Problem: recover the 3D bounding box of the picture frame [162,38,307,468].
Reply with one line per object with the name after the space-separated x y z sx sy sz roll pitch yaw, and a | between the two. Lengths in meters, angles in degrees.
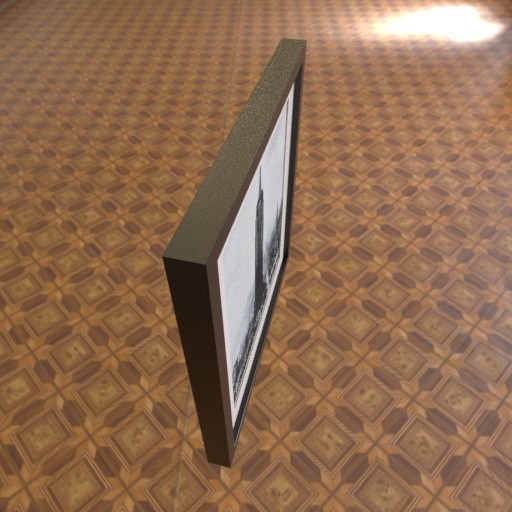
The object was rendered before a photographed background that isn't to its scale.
0.000 0.000 0.512 0.029 0.353 0.355 10 47 10 | picture frame
